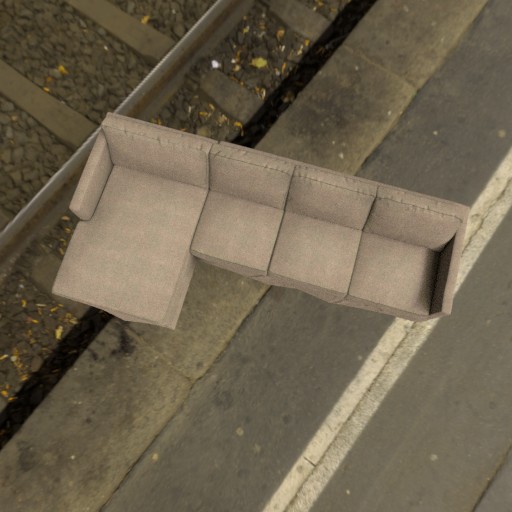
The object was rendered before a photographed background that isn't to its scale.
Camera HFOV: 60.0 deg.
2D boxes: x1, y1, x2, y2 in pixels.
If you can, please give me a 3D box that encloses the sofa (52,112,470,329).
[{"bbox_3d":[0.000,0.000,3.811,3.205,0.922,1.650,16,77,4],"label":"sofa"}]
